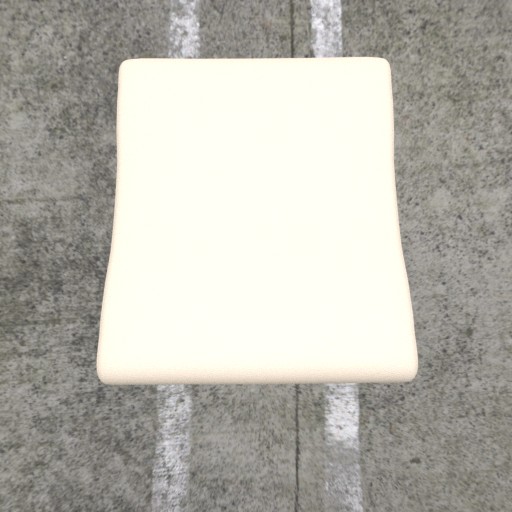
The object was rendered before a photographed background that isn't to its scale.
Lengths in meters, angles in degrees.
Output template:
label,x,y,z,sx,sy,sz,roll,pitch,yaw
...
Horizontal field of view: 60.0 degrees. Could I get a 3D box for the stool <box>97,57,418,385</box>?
label,x,y,z,sx,sy,sz,roll,pitch,yaw
stool,0.000,0.000,0.880,0.401,0.609,0.471,0,76,0
